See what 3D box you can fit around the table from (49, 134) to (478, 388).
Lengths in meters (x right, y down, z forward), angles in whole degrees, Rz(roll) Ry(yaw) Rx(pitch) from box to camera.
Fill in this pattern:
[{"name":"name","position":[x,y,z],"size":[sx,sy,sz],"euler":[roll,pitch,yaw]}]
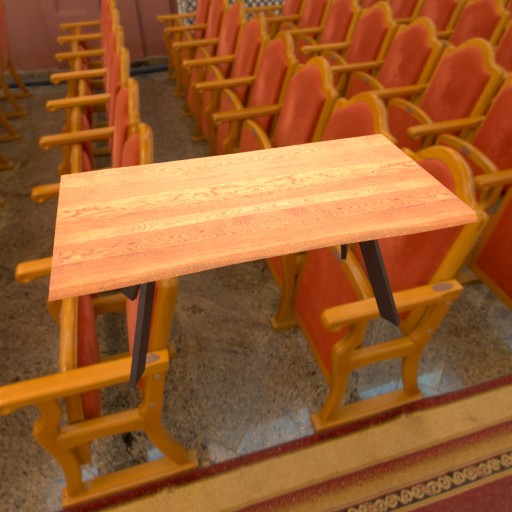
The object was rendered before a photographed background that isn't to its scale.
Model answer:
[{"name":"table","position":[0.000,0.000,2.329],"size":[1.800,0.770,0.900],"euler":[-10,40,-12]}]
